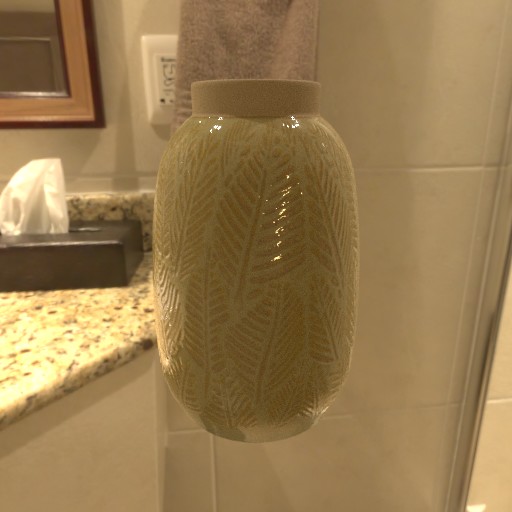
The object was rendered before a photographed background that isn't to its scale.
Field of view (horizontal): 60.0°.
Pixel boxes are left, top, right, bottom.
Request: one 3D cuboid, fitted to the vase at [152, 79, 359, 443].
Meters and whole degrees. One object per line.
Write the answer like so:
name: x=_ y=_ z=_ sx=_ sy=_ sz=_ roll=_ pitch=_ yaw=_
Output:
vase: x=0.000 y=0.000 z=0.371 sx=0.172 sy=0.270 sz=0.172 roll=0 pitch=18 yaw=0
